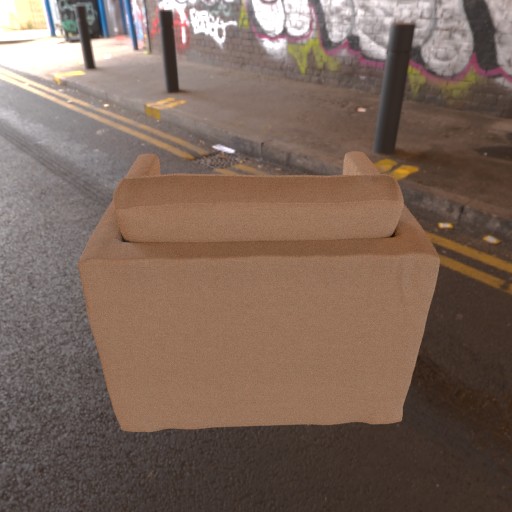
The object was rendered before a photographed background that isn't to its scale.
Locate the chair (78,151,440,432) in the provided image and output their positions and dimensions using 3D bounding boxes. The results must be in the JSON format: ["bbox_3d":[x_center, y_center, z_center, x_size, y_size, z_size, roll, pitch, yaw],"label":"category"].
[{"bbox_3d":[0.000,0.000,1.754,1.057,0.867,0.949,-1,31,-2],"label":"chair"}]
